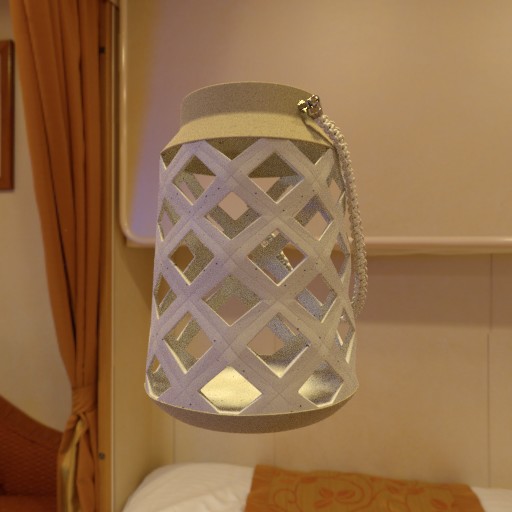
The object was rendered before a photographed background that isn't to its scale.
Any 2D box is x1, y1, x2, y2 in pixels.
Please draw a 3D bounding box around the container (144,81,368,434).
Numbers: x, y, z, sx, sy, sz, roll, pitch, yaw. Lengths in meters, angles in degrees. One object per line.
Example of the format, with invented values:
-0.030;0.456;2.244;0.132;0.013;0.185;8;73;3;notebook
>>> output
0.000;0.000;0.400;0.198;0.264;0.188;0;0;-36;container
